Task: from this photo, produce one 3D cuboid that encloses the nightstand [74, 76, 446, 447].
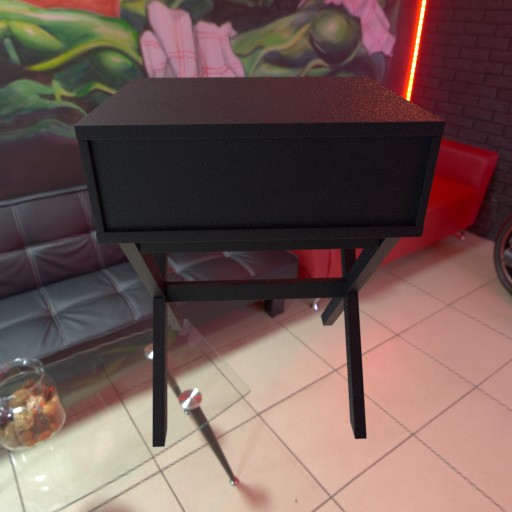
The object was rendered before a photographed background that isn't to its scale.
[{"bbox_3d":[0.000,0.000,0.897,0.479,0.623,0.402,-1,30,-2],"label":"nightstand"}]
